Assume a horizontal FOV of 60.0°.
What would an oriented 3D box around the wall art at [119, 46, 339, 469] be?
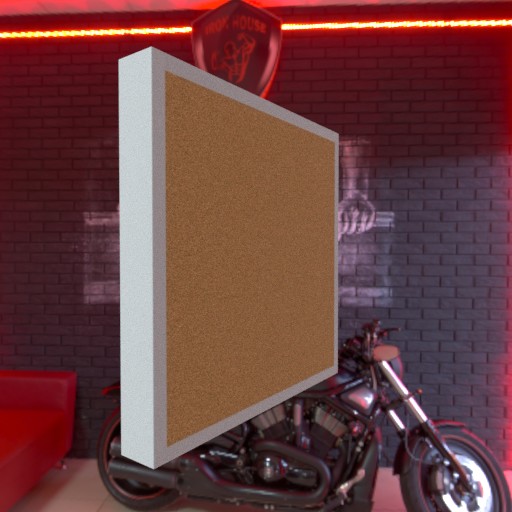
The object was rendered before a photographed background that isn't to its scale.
[{"bbox_3d":[0.000,0.000,0.453,0.038,0.305,0.305,1,2,36],"label":"wall art"}]
